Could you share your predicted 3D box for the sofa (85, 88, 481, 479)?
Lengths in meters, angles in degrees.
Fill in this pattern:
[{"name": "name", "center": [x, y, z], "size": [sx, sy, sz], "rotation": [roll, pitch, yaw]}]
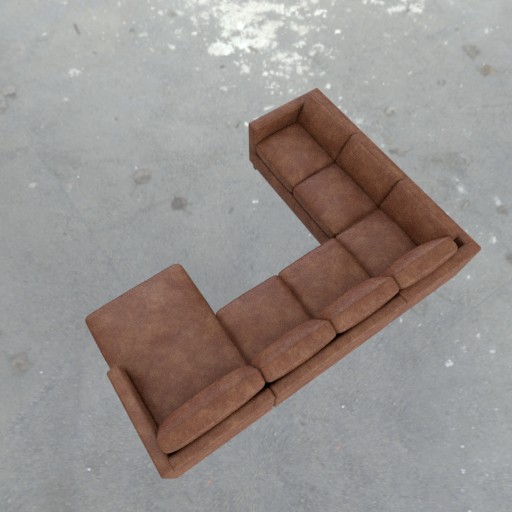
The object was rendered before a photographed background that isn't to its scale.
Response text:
[{"name": "sofa", "center": [0.000, 0.000, 4.320], "size": [3.324, 0.888, 2.452], "rotation": [-32, 68, -15]}]
